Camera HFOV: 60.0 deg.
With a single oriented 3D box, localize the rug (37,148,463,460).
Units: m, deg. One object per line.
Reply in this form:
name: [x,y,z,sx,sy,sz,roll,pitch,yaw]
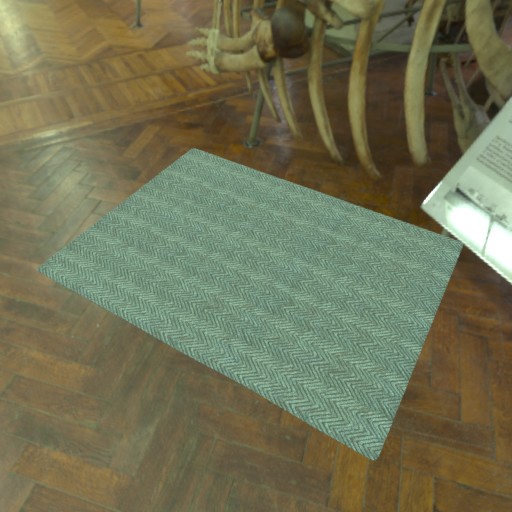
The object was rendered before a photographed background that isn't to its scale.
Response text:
rug: [0.000,0.000,5.054,3.957,0.011,2.894,23,50,21]
